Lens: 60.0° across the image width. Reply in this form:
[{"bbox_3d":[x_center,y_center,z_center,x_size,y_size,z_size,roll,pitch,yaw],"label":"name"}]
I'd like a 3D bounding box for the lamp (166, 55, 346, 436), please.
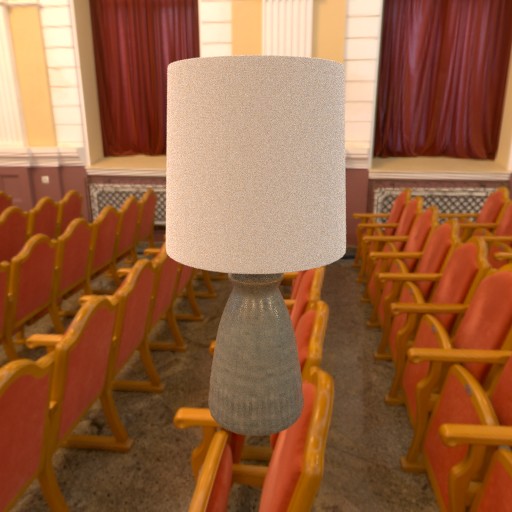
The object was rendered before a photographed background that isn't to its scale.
[{"bbox_3d":[0.000,0.000,0.470,0.186,0.369,0.186,0,16,0],"label":"lamp"}]
